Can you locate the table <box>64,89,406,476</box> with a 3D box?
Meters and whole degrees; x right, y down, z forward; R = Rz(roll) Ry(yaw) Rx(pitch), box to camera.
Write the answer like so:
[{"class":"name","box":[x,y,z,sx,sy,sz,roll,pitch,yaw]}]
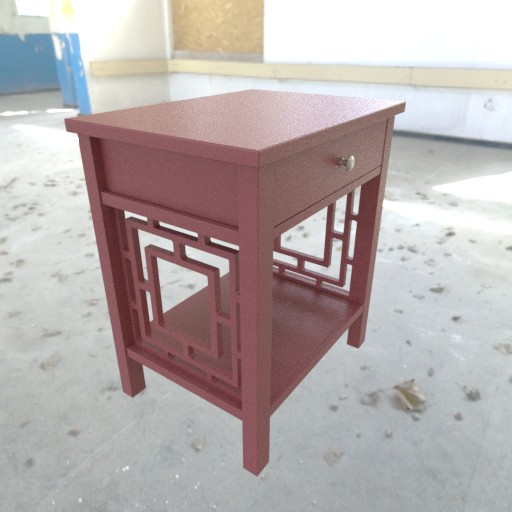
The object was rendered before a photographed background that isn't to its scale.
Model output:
[{"class":"table","box":[0.000,0.000,1.079,0.451,0.686,0.599,18,32,31]}]
